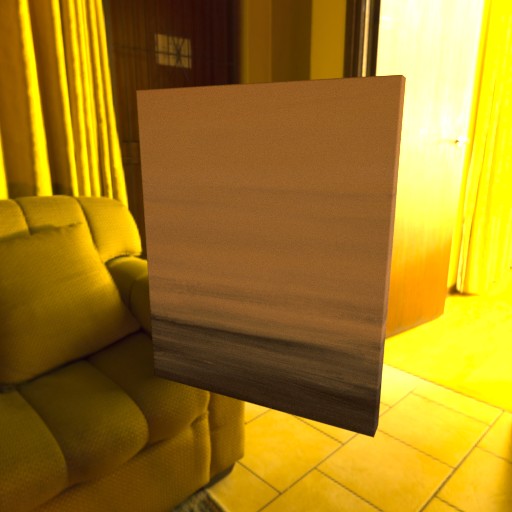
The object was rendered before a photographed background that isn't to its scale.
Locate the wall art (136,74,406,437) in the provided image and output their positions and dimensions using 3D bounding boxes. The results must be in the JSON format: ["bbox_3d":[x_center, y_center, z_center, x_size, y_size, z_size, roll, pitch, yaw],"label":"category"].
[{"bbox_3d":[0.000,0.000,0.838,0.489,0.608,0.040,7,16,25],"label":"wall art"}]
